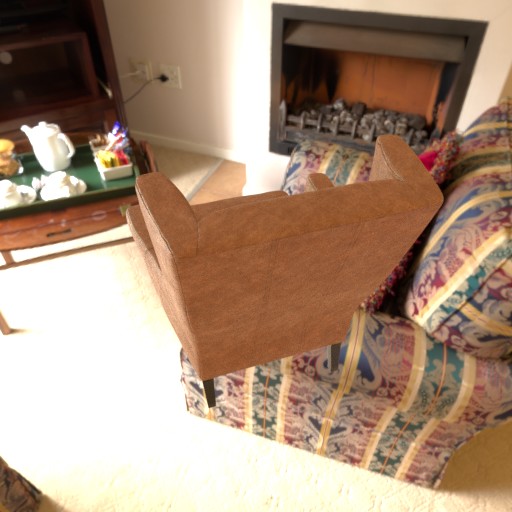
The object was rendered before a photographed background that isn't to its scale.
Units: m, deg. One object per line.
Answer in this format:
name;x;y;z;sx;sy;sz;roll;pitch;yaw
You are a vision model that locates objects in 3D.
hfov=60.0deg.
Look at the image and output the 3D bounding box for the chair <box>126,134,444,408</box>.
chair;0.000;0.000;1.637;0.853;1.016;0.926;-12;43;-14
